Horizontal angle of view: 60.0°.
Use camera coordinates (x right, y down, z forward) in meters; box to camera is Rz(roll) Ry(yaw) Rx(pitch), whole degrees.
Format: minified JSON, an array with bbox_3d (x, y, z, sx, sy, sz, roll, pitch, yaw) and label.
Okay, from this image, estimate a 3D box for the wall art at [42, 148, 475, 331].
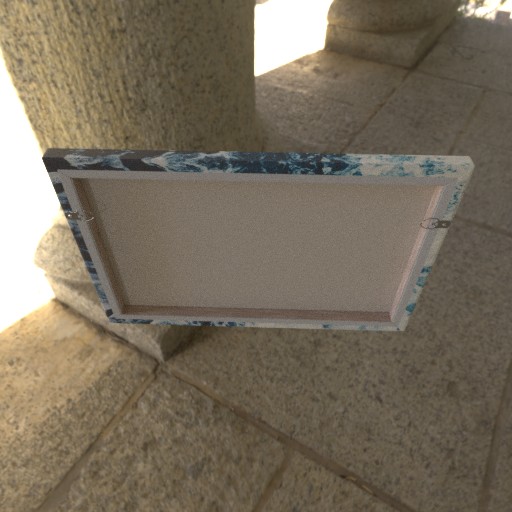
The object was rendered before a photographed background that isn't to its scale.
[{"bbox_3d":[0.000,0.000,1.163,0.915,0.610,0.042,1,47,1],"label":"wall art"}]
